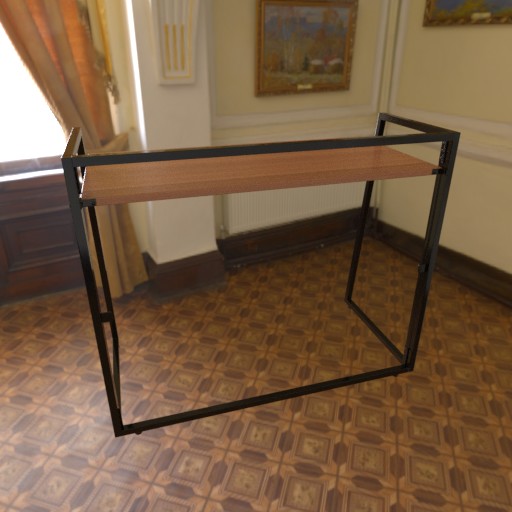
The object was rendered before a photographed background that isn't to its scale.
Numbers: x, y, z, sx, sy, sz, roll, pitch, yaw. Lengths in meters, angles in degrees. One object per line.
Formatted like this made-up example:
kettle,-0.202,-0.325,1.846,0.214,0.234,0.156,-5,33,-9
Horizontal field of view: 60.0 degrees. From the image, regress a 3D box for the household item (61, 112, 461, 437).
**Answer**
household item,0.000,0.000,1.513,1.050,0.860,0.510,-8,27,-15
